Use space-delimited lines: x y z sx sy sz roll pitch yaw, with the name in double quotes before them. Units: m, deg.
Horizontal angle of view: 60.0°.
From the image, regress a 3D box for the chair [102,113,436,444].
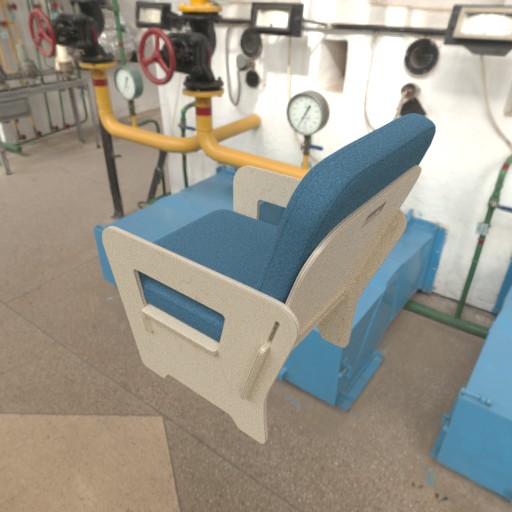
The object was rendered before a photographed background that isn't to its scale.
"chair" 0.000 0.000 1.149 0.657 0.747 0.547 22 38 31
